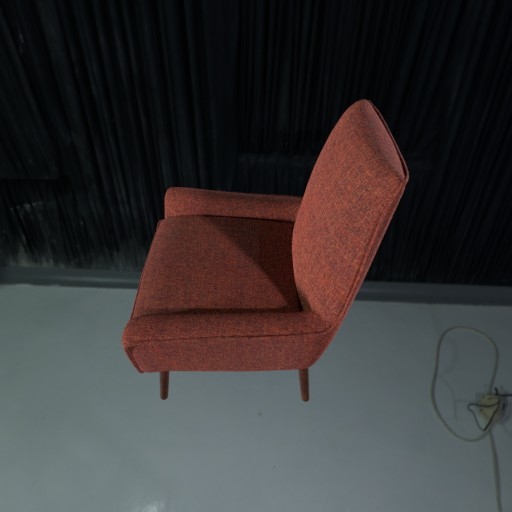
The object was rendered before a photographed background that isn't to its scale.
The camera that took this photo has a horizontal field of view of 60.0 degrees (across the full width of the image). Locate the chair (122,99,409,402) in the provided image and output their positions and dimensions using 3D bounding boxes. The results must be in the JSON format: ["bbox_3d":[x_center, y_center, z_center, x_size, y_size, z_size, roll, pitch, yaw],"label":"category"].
[{"bbox_3d":[0.000,0.000,1.519,0.784,0.911,0.803,1,41,1],"label":"chair"}]
